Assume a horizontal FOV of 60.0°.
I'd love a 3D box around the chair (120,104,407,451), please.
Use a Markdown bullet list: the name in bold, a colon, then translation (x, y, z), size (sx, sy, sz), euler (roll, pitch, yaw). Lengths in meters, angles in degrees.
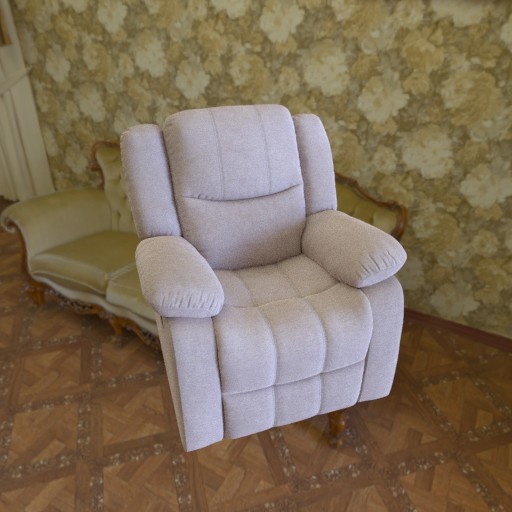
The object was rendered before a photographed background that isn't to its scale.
- **chair**: translation (0.000, 0.000, 1.728), size (0.899, 1.008, 0.944), euler (-9, 32, -16)
